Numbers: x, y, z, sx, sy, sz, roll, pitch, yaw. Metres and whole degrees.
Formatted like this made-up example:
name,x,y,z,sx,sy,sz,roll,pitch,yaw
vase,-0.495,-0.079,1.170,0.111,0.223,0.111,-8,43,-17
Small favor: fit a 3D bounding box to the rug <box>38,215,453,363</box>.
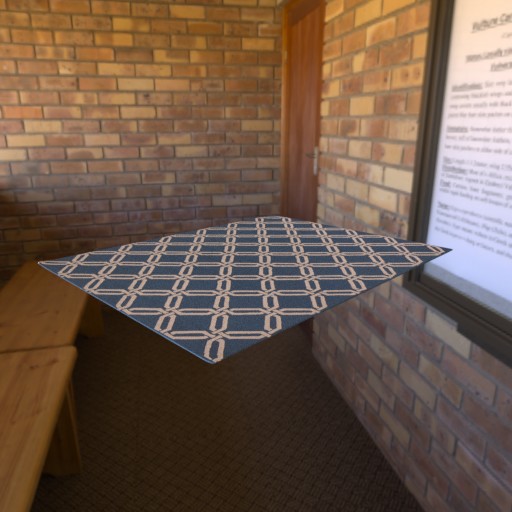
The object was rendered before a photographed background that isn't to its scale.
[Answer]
name,x,y,z,sx,sy,sz,roll,pitch,yaw
rug,0.000,0.000,3.871,2.277,0.020,2.867,16,23,43
